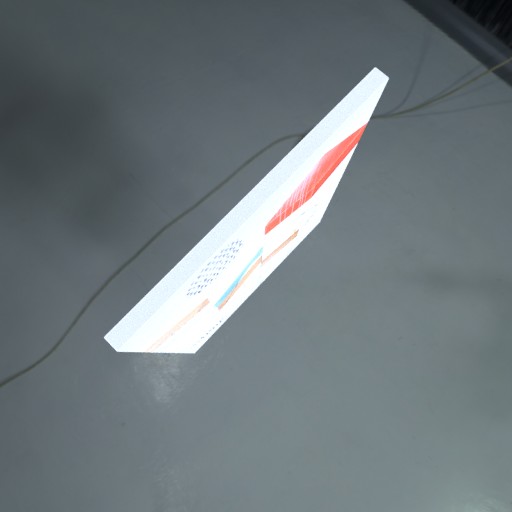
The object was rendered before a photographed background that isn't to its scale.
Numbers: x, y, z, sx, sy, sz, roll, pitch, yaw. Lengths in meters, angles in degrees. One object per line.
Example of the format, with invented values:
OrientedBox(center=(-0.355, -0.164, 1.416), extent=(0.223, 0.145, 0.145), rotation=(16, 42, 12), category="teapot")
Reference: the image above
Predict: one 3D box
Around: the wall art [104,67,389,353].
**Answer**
OrientedBox(center=(0.000, 0.000, 1.624), extent=(0.046, 1.221, 0.914), rotation=(43, 81, 9), category="wall art")
